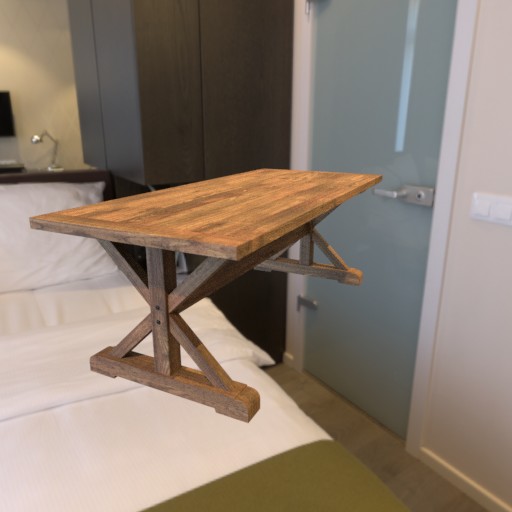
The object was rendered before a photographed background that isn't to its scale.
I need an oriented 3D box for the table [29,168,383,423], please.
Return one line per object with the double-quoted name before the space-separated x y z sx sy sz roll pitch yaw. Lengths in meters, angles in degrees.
"table" 0.000 0.000 2.461 0.907 0.733 2.031 8 19 26
